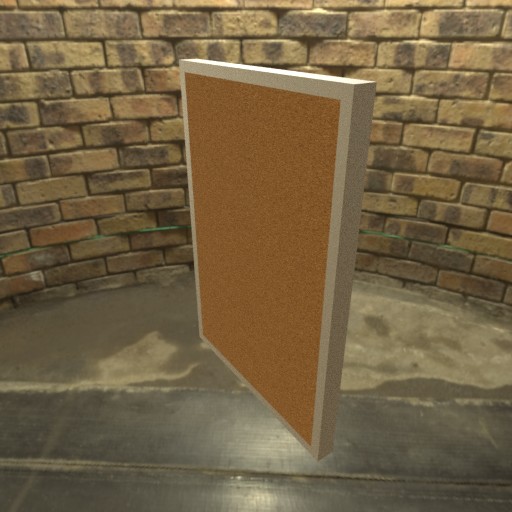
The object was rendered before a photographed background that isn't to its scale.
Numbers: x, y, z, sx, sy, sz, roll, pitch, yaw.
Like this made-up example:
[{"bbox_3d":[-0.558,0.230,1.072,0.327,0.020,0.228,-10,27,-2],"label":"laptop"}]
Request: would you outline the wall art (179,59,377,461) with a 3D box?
[{"bbox_3d":[0.000,0.000,0.840,0.038,0.657,0.450,-18,33,-31],"label":"wall art"}]
